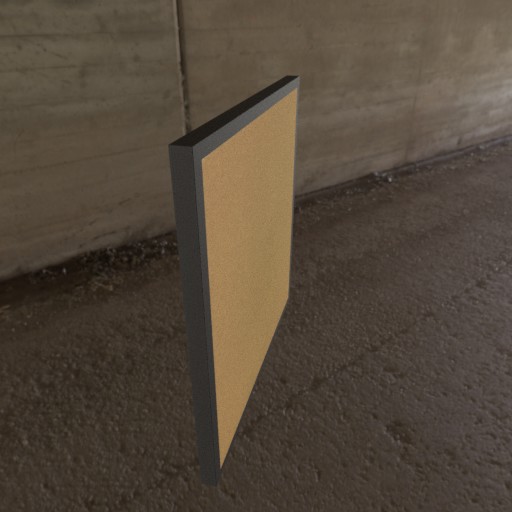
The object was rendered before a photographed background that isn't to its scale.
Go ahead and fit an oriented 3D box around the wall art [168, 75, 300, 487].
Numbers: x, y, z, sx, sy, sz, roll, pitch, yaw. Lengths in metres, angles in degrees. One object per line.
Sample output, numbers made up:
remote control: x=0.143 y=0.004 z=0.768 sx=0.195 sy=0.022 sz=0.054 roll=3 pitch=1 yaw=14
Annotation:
wall art: x=0.000 y=0.000 z=1.121 sx=0.037 sy=0.760 sz=0.762 roll=8 pitch=30 yaw=14
